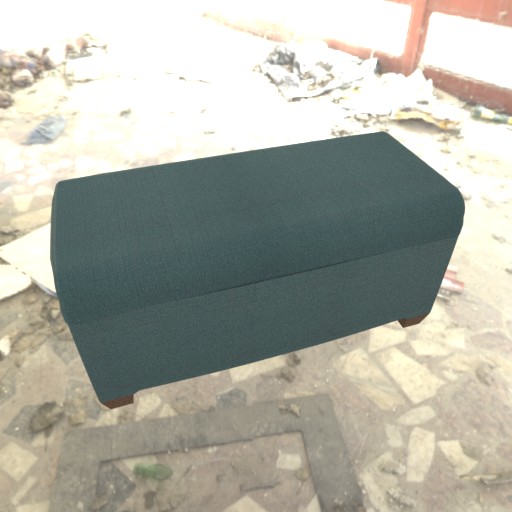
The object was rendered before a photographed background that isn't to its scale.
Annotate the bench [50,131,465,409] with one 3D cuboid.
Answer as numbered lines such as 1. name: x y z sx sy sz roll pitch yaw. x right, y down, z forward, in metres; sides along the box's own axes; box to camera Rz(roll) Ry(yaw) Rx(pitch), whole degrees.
1. bench: 0.000 0.000 1.258 0.995 0.474 0.476 -12 41 -14
